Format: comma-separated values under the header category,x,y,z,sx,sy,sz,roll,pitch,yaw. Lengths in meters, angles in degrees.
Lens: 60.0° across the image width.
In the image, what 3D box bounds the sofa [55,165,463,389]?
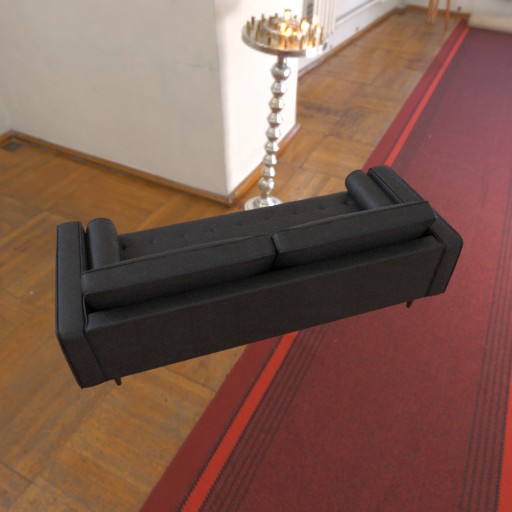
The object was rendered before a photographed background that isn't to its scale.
category,x,y,z,sx,sy,sz,roll,pitch,yaw
sofa,0.000,0.000,2.660,2.210,0.762,0.914,-12,44,-13
